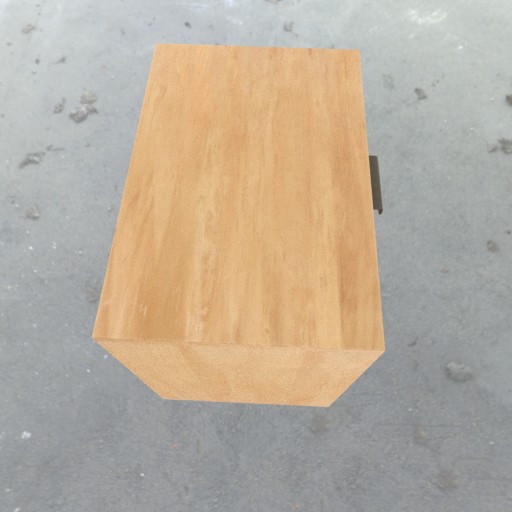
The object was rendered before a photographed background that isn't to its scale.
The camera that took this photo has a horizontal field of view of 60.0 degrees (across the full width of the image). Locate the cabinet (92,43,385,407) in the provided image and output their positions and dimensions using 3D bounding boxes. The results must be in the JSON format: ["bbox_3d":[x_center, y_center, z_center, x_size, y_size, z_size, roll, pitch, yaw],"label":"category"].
[{"bbox_3d":[0.000,0.000,0.950,0.394,0.599,0.551,2,63,1],"label":"cabinet"}]
